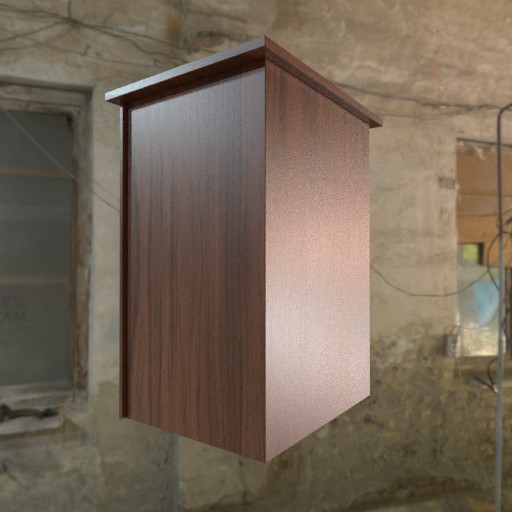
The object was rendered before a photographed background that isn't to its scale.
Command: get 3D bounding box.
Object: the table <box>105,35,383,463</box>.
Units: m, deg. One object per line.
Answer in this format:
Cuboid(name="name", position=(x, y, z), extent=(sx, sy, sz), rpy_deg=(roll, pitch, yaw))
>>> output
Cuboid(name="table", position=(0.000, 0.000, 0.945), extent=(0.381, 0.636, 0.480), rpy_deg=(0, -1, 36))
